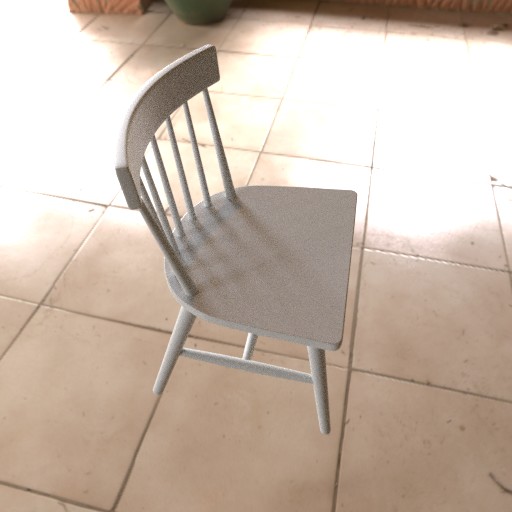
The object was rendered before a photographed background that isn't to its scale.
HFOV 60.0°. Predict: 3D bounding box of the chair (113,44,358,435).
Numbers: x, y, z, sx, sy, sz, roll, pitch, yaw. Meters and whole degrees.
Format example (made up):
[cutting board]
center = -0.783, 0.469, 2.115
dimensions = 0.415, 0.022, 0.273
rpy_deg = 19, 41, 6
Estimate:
[chair]
center = 0.000, 0.000, 1.069
dimensions = 0.500, 0.787, 0.483
rpy_deg = 9, 47, 9
